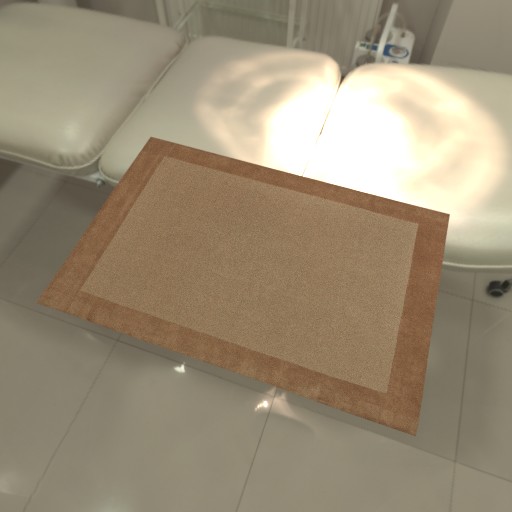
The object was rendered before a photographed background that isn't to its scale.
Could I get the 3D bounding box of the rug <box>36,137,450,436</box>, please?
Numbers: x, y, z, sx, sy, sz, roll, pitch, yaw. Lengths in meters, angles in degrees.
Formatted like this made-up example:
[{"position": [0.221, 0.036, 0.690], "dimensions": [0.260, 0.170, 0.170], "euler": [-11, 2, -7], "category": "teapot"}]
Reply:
[{"position": [0.000, 0.000, 2.292], "dimensions": [1.829, 0.014, 1.219], "euler": [17, 59, 10], "category": "rug"}]
